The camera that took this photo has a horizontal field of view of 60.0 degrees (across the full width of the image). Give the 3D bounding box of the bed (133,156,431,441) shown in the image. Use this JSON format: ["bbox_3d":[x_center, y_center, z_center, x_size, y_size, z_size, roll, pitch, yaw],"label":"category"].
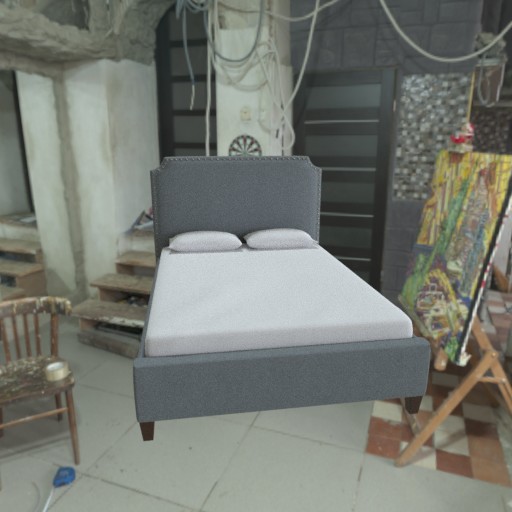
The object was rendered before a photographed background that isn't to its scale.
[{"bbox_3d":[0.000,0.000,3.480,1.712,1.443,2.372,-2,15,-9],"label":"bed"}]
